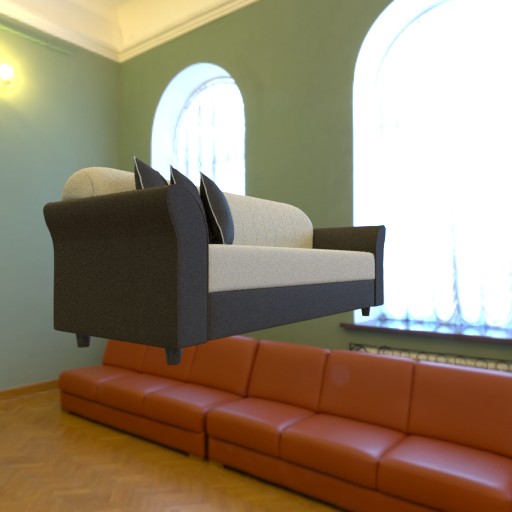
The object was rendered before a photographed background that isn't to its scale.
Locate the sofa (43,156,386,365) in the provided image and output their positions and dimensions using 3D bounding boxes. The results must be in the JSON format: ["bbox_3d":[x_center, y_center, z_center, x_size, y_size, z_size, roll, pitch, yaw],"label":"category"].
[{"bbox_3d":[0.000,0.000,2.437,0.755,0.787,2.001,-1,-1,36],"label":"sofa"}]
